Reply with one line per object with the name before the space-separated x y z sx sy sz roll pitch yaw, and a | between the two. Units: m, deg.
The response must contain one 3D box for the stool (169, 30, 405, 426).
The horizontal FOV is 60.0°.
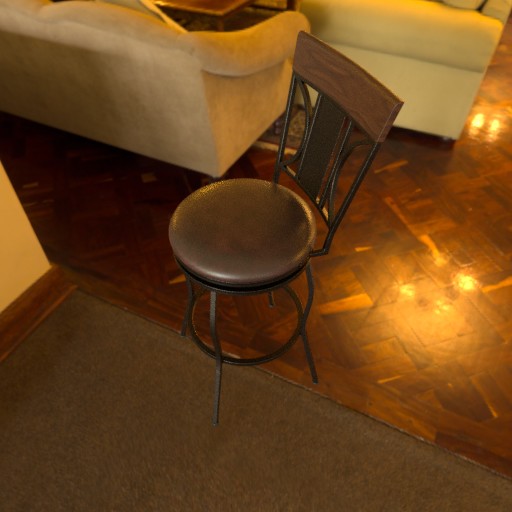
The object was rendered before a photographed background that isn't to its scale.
stool | 0.000 0.000 1.385 0.513 1.130 0.448 -17 48 -16
